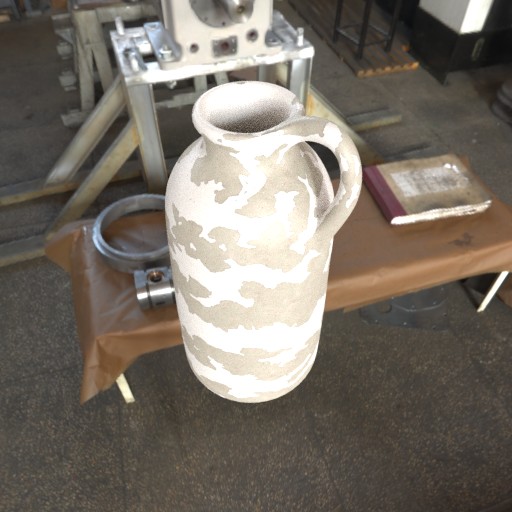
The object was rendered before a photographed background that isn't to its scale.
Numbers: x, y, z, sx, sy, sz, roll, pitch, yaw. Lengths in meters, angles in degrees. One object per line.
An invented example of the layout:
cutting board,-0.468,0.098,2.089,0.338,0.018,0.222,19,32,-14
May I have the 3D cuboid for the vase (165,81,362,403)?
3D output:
vase,0.000,0.000,0.488,0.203,0.382,0.186,31,55,25
